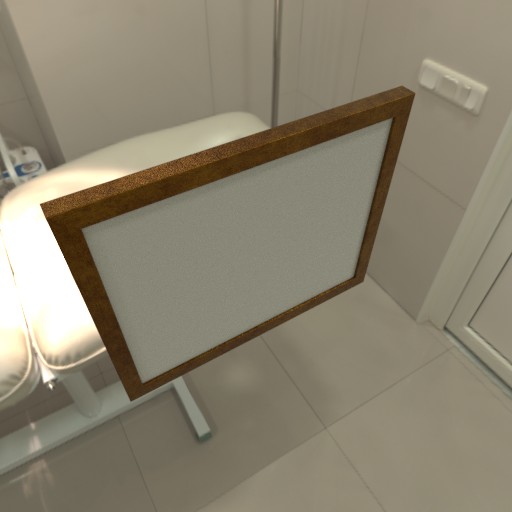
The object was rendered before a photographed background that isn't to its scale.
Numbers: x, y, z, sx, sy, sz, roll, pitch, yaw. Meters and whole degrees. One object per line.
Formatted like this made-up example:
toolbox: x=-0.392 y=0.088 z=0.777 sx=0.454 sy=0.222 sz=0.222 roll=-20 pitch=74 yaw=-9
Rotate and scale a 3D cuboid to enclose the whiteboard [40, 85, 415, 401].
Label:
whiteboard: x=0.000 y=0.000 z=0.764 sx=0.561 sy=0.457 sz=0.029 roll=-24 pitch=51 yaw=-21
